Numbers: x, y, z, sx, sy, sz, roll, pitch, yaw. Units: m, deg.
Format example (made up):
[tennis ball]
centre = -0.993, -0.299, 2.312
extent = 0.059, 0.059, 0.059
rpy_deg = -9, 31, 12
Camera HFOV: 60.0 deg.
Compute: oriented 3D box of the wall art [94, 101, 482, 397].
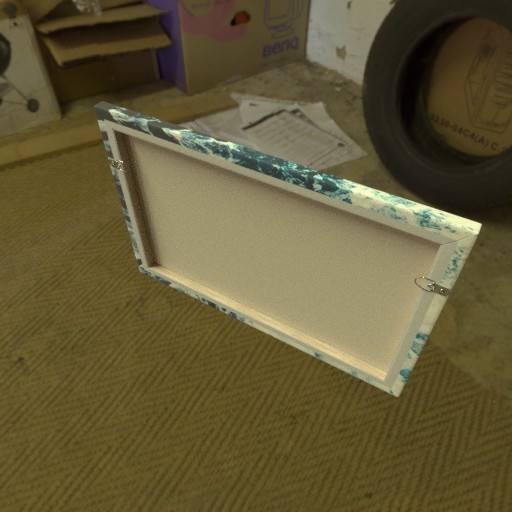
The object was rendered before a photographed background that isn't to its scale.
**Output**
[wall art]
centre = 0.000, 0.000, 1.926
extent = 1.524, 1.017, 0.055
rpy_deg = 23, 50, 21
